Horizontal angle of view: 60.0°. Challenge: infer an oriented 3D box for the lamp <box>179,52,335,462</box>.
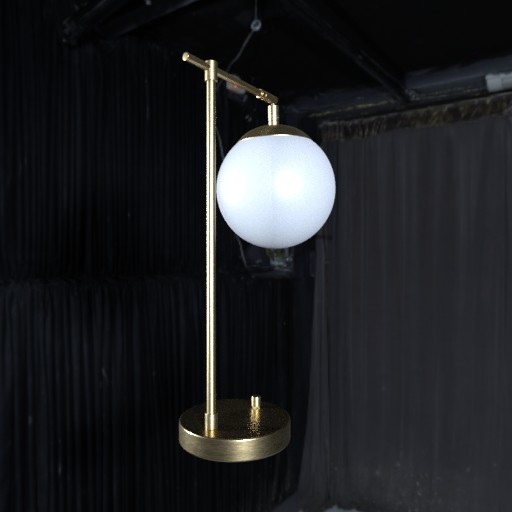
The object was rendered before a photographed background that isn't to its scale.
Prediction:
[{"bbox_3d":[0.000,0.000,0.729,0.207,0.559,0.324,0,0,36],"label":"lamp"}]
